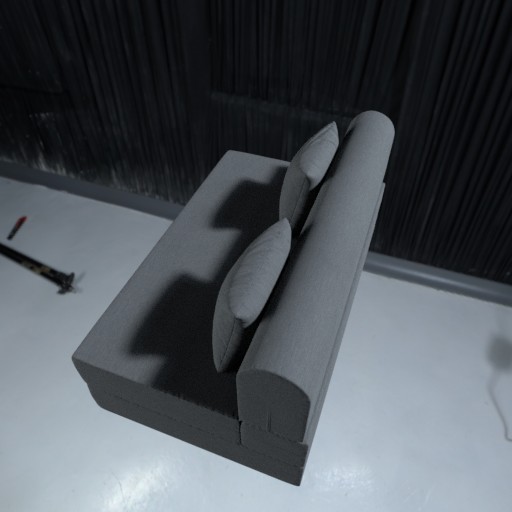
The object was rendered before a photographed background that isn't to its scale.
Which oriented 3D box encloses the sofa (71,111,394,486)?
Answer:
[{"bbox_3d":[0.000,0.000,1.658,0.762,0.670,1.225,15,48,14],"label":"sofa"}]
